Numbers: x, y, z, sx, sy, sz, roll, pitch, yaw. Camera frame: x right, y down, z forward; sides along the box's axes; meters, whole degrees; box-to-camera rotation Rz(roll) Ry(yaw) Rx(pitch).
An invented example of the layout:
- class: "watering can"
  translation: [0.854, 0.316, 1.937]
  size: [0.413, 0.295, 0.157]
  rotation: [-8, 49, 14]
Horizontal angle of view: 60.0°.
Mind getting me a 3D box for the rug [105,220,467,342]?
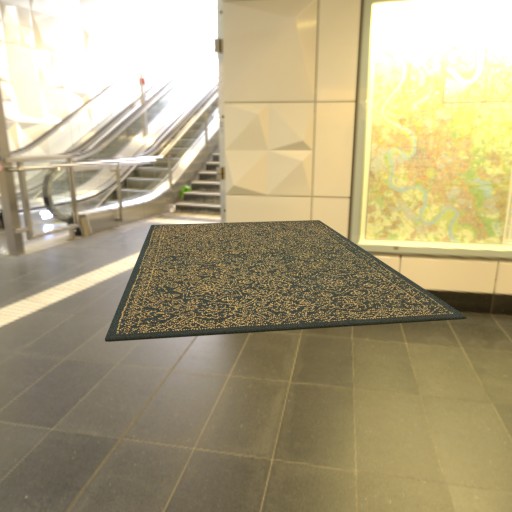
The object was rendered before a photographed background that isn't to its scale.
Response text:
- class: "rug"
  translation: [0.000, 0.000, 2.327]
  size: [1.219, 0.010, 1.829]
  rotation: [-2, 15, -8]
